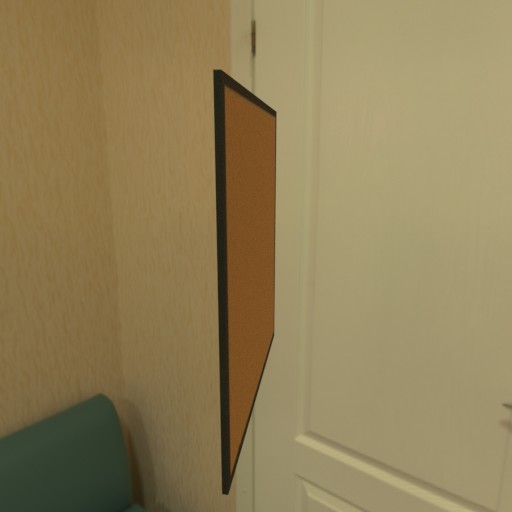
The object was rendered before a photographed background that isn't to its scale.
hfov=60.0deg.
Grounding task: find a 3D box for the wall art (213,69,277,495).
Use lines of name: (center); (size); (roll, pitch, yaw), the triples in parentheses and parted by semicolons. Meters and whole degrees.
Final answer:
wall art: (0.000, 0.000, 1.220); (0.013, 0.823, 0.823); (2, 14, 9)
